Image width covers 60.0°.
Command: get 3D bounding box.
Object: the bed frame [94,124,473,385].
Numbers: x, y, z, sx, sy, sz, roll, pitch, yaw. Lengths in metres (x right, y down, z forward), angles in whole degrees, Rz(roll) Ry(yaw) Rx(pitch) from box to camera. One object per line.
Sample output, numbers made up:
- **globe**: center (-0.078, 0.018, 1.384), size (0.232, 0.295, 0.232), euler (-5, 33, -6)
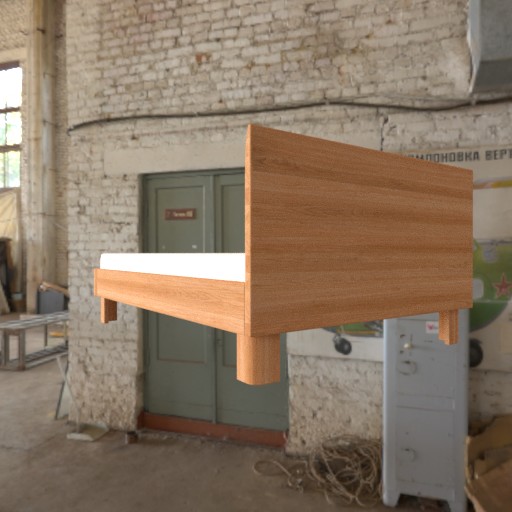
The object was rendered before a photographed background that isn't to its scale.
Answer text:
- **bed frame**: center (0.000, 0.000, 2.788), size (1.472, 0.940, 1.992), euler (0, 0, -36)
